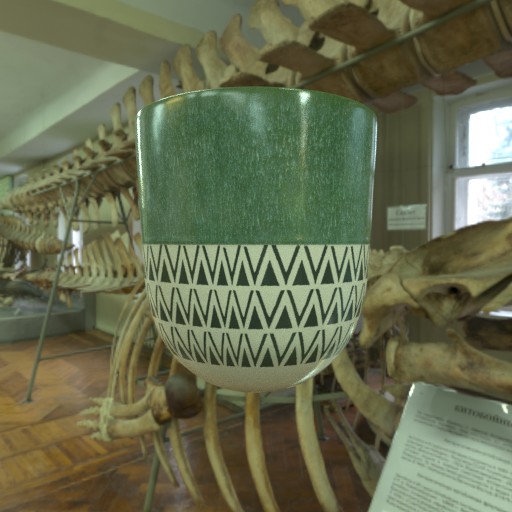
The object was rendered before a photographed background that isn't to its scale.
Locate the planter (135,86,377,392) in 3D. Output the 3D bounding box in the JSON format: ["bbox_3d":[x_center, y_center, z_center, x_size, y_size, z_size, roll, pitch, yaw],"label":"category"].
[{"bbox_3d":[0.000,0.000,0.372,0.195,0.214,0.195,0,2,0],"label":"planter"}]
